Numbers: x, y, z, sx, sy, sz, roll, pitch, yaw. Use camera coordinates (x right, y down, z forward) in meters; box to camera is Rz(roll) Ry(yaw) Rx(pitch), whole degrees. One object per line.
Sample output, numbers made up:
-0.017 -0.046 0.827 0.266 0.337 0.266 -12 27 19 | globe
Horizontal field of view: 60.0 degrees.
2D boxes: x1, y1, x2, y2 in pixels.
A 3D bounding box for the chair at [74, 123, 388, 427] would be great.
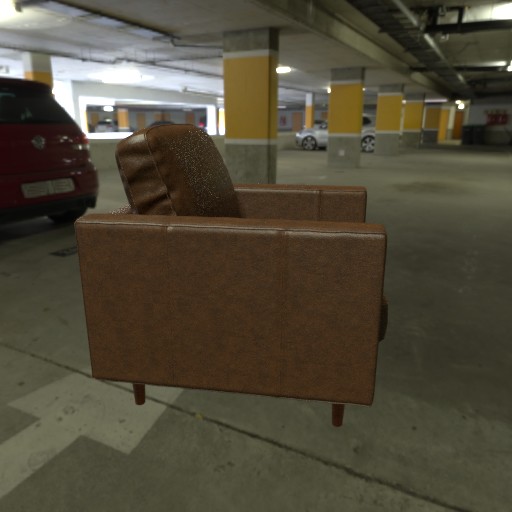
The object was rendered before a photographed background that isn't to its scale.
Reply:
0.000 0.000 1.669 0.909 0.956 0.890 3 17 9 | chair
